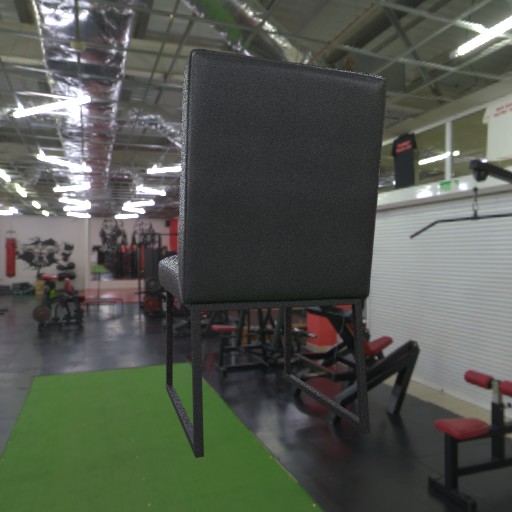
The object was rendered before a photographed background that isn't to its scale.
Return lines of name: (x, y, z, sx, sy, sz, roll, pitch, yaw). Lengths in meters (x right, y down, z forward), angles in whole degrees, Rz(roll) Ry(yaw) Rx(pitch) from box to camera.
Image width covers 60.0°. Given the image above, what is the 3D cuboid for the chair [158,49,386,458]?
chair: (0.000, 0.000, 1.334, 0.520, 0.930, 0.634, 0, 0, -18)
